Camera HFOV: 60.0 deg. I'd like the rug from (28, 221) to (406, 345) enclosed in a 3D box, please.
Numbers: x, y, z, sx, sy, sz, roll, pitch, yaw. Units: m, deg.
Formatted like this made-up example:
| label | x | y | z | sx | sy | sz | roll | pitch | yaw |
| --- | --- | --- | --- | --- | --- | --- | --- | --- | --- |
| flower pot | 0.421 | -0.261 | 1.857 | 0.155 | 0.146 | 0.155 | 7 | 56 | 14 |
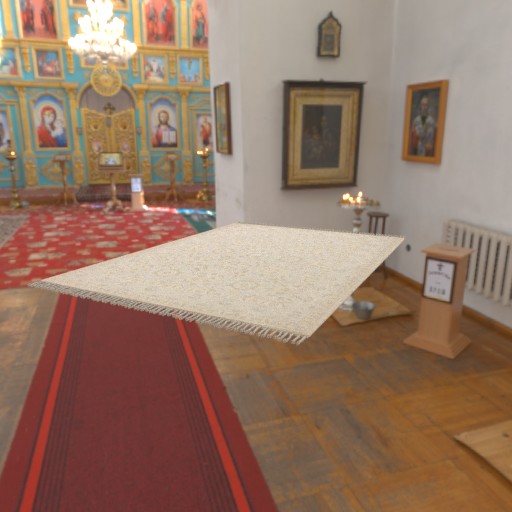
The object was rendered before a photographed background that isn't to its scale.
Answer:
| label | x | y | z | sx | sy | sz | roll | pitch | yaw |
| --- | --- | --- | --- | --- | --- | --- | --- | --- | --- |
| rug | 0.000 | 0.000 | 2.328 | 1.223 | 0.015 | 1.771 | 7 | 16 | 27 |
